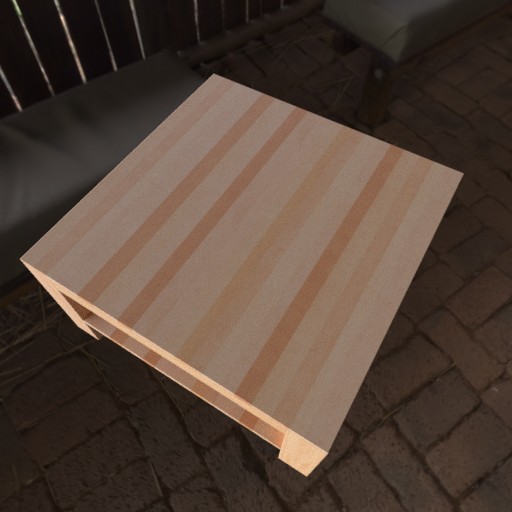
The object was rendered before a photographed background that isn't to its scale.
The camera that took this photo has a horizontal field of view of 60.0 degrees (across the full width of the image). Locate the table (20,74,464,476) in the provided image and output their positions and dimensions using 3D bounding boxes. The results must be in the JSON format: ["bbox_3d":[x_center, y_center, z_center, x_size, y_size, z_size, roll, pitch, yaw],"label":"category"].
[{"bbox_3d":[0.000,0.000,1.429,0.900,0.450,0.900,27,62,16],"label":"table"}]
